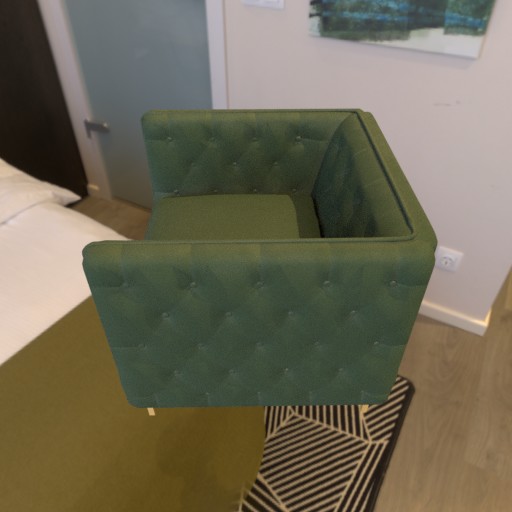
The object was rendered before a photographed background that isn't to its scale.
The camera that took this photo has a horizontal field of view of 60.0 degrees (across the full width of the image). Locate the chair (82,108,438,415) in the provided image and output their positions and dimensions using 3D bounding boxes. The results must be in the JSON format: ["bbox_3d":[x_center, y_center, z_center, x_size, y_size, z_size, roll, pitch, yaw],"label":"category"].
[{"bbox_3d":[0.000,0.000,1.575,0.855,0.768,0.917,-1,40,-1],"label":"chair"}]
